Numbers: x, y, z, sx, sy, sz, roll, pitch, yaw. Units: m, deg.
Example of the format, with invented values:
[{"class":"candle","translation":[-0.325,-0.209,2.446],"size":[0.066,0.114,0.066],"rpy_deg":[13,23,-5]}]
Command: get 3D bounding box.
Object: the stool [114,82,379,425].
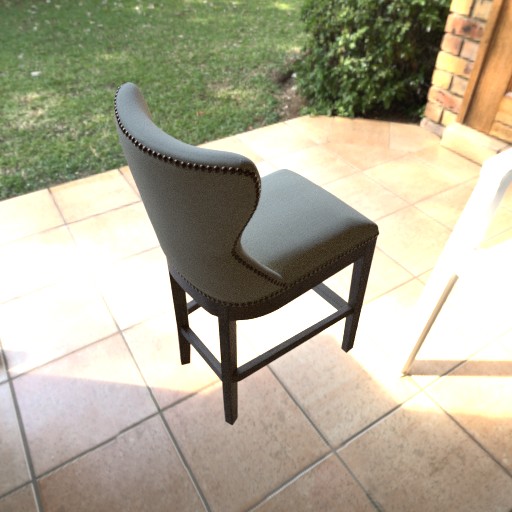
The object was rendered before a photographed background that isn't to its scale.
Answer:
[{"class":"stool","translation":[0.000,0.000,1.306],"size":[0.608,0.981,0.498],"rpy_deg":[-28,49,-27]}]
